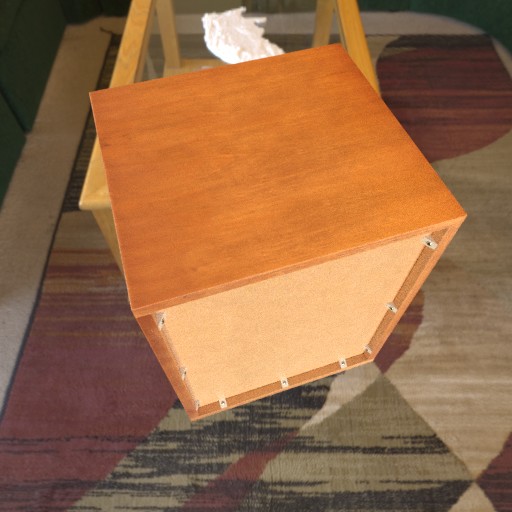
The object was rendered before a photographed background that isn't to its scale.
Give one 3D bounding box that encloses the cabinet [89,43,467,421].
[{"bbox_3d":[0.000,0.000,0.849,0.409,0.579,0.401,-15,59,-10],"label":"cabinet"}]
